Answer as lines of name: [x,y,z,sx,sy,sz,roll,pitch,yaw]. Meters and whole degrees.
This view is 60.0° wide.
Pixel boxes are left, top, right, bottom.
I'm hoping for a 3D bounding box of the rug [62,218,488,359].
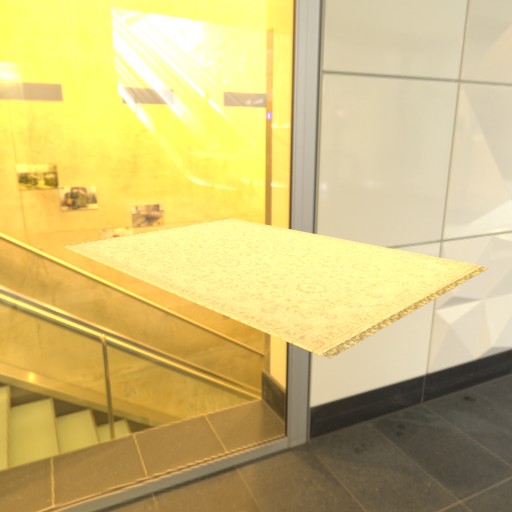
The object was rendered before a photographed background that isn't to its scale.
rug: [0.000,0.000,2.771,1.514,0.011,2.233,-14,21,-43]
